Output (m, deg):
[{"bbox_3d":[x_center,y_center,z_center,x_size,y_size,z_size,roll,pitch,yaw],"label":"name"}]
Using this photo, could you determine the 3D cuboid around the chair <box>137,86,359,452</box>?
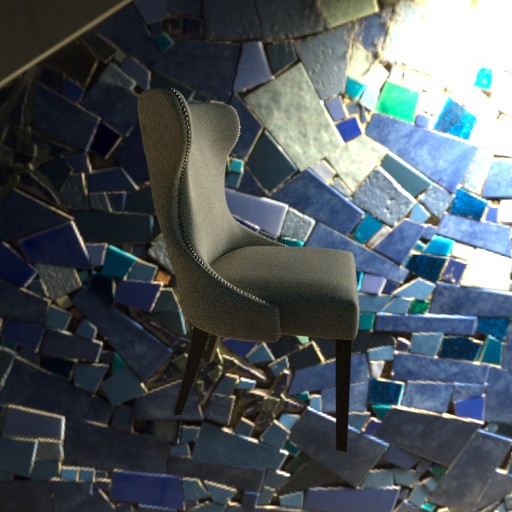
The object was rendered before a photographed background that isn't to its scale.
[{"bbox_3d":[0.000,0.000,1.405,0.635,0.967,0.628,3,15,10],"label":"chair"}]
